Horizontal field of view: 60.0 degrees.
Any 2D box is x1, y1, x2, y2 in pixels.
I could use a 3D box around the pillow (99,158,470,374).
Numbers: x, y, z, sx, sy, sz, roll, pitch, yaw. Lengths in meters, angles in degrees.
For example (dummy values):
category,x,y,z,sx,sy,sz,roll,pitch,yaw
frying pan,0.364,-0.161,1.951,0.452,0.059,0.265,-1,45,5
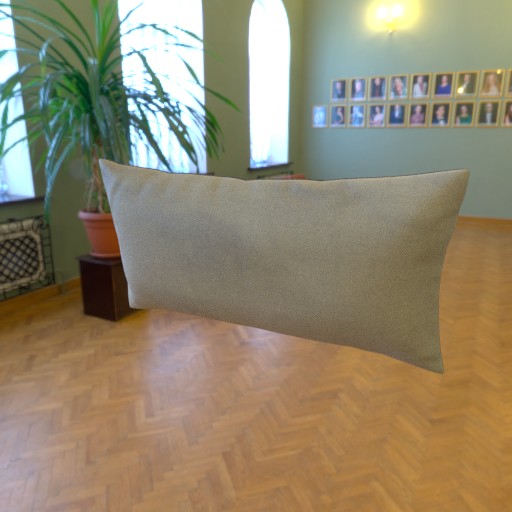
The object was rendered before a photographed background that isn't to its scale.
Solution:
category,x,y,z,sx,sy,sz,roll,pitch,yaw
pillow,0.000,0.000,0.732,0.608,0.305,0.156,7,17,25
